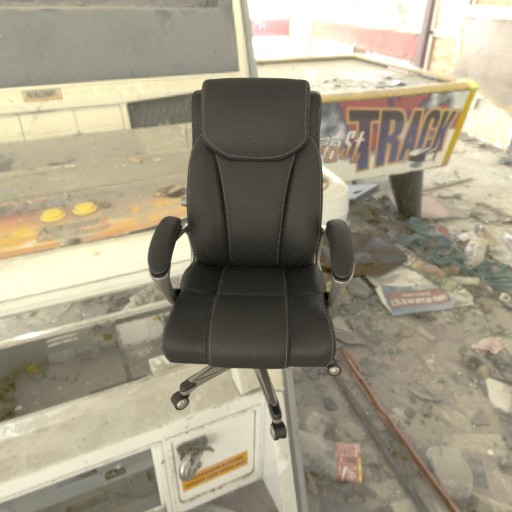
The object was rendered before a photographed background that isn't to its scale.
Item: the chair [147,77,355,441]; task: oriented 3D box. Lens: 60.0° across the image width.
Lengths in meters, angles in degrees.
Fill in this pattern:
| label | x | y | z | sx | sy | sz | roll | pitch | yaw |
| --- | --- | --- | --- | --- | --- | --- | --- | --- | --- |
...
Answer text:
| label | x | y | z | sx | sy | sz | roll | pitch | yaw |
| --- | --- | --- | --- | --- | --- | --- | --- | --- | --- |
| chair | 0.000 | 0.000 | 1.668 | 0.741 | 1.167 | 0.784 | 1 | 31 | 2 |
